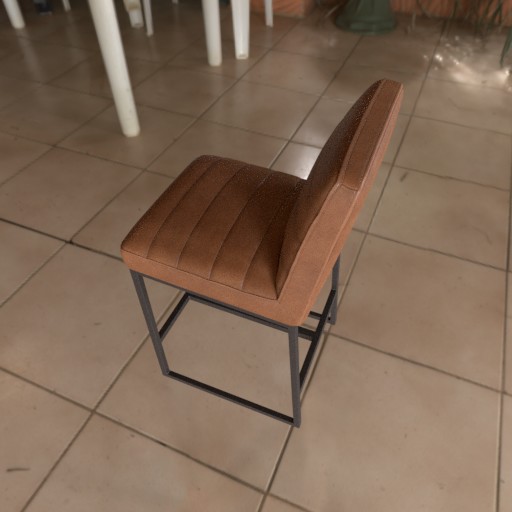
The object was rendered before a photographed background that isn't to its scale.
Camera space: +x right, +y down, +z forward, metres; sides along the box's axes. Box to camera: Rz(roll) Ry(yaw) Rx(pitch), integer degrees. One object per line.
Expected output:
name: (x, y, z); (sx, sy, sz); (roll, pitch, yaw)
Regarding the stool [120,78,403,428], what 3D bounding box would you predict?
stool: (0.000, 0.000, 1.242); (0.556, 0.940, 0.458); (16, 48, 15)
